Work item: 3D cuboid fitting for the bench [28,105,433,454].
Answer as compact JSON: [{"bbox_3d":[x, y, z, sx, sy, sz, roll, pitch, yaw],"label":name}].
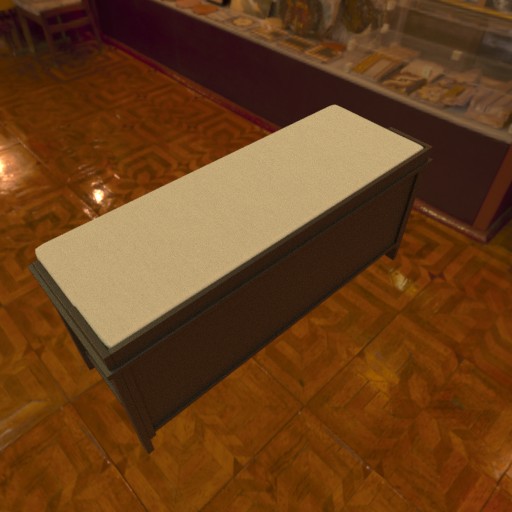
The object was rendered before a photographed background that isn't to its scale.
[{"bbox_3d":[0.000,0.000,1.387,1.140,0.501,0.398,-33,54,-27],"label":"bench"}]
